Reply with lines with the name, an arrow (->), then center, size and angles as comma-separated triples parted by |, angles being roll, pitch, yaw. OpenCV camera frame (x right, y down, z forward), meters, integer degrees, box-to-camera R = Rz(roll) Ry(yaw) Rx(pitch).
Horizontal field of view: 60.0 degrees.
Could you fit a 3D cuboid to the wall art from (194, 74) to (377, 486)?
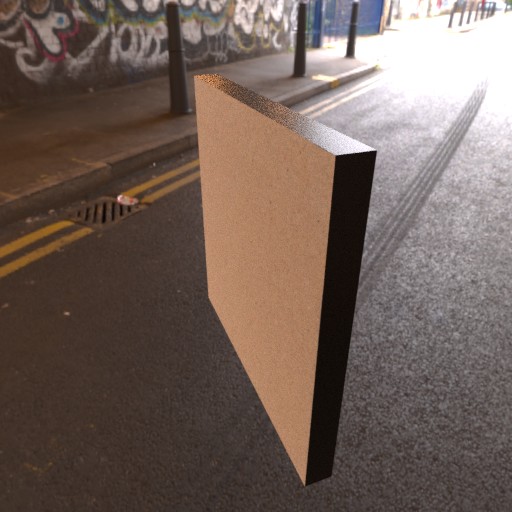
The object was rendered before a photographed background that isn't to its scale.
wall art -> 0.000, 0.000, 0.472 | 0.029, 0.318, 0.327 | -11, 32, -18
